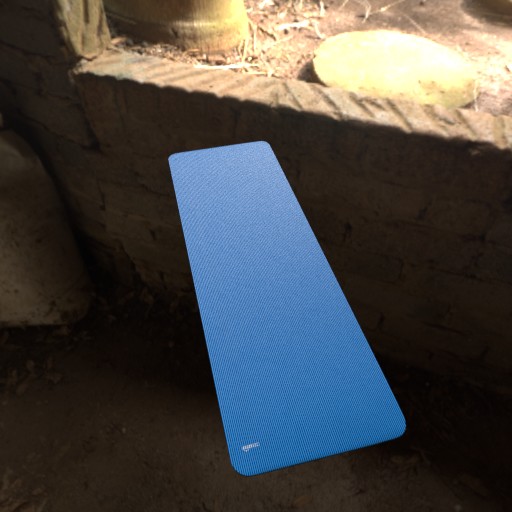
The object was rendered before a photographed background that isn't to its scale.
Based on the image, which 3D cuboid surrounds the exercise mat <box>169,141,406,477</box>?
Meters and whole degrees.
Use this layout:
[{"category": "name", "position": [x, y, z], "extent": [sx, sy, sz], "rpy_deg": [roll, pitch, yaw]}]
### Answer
[{"category": "exercise mat", "position": [0.000, 0.000, 2.073], "extent": [0.616, 0.021, 1.869], "rpy_deg": [-11, 48, -10]}]
